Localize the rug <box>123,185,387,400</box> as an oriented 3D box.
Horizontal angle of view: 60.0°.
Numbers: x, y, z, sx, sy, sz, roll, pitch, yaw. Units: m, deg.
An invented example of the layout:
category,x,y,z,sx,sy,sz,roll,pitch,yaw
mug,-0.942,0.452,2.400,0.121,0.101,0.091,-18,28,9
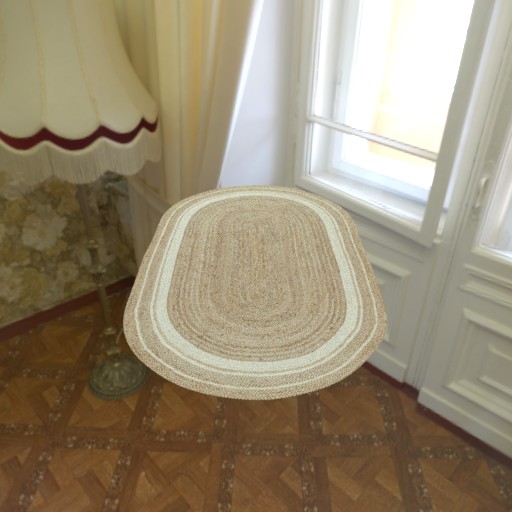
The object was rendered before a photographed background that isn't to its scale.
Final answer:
category,x,y,z,sx,sy,sz,roll,pitch,yaw
rug,0.000,0.000,3.016,1.520,0.006,2.432,0,32,0
